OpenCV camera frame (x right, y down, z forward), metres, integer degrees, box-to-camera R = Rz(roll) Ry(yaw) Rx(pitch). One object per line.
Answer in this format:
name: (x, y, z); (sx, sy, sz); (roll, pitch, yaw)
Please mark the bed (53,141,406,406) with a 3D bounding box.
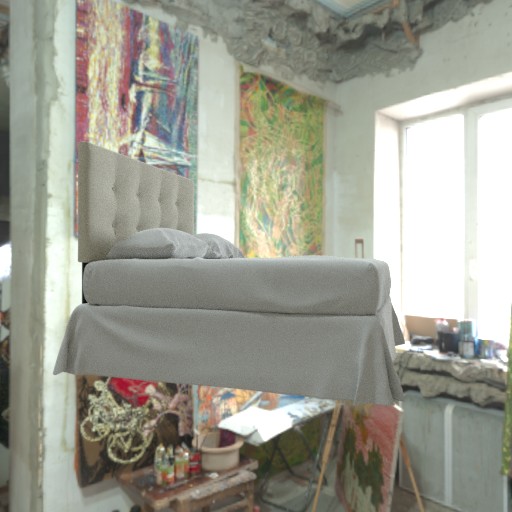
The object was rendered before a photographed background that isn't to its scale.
bed: (0.000, 0.000, 3.479); (2.222, 1.577, 1.936); (0, 0, 19)
